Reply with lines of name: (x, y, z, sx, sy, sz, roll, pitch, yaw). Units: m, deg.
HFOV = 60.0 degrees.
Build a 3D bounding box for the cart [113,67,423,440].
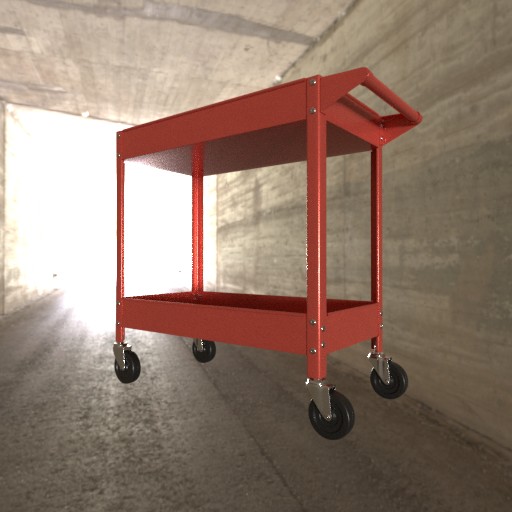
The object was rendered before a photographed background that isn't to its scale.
cart: (0.000, 0.000, 1.186, 0.779, 0.719, 0.366, 0, 0, 37)
